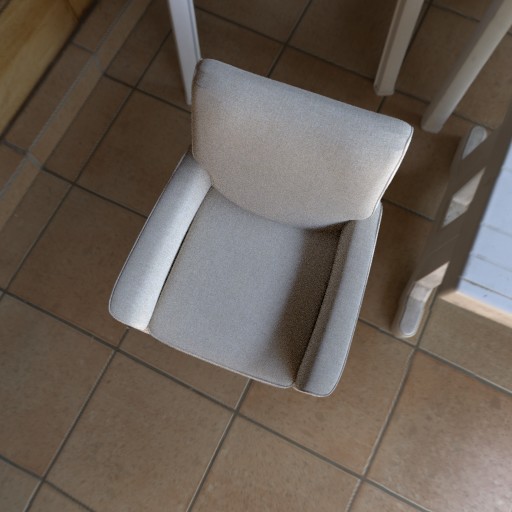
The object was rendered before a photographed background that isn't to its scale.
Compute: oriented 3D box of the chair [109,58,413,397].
[{"bbox_3d":[0.000,0.000,1.678,0.845,1.023,0.859,20,76,5],"label":"chair"}]
